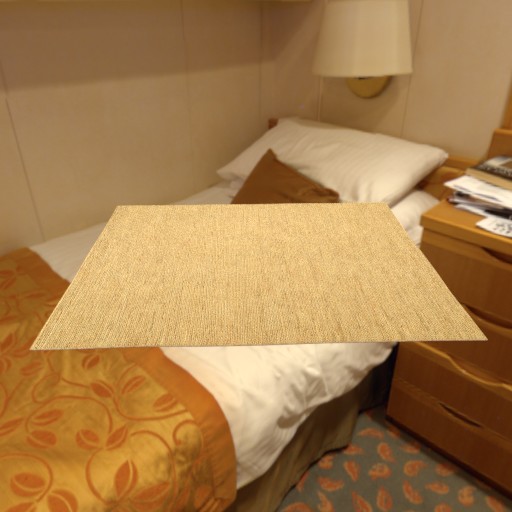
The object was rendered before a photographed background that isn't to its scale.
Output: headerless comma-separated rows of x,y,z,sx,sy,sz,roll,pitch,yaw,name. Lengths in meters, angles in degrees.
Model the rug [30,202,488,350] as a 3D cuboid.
0.000,0.000,3.977,3.034,0.012,2.406,-1,29,-2,rug
